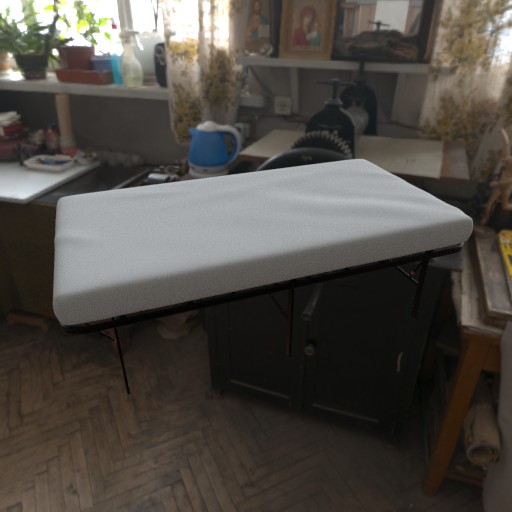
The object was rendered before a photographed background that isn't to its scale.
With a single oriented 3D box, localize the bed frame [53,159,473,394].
[{"bbox_3d":[0.000,0.000,2.359,1.903,0.619,0.989,-11,32,-17],"label":"bed frame"}]
